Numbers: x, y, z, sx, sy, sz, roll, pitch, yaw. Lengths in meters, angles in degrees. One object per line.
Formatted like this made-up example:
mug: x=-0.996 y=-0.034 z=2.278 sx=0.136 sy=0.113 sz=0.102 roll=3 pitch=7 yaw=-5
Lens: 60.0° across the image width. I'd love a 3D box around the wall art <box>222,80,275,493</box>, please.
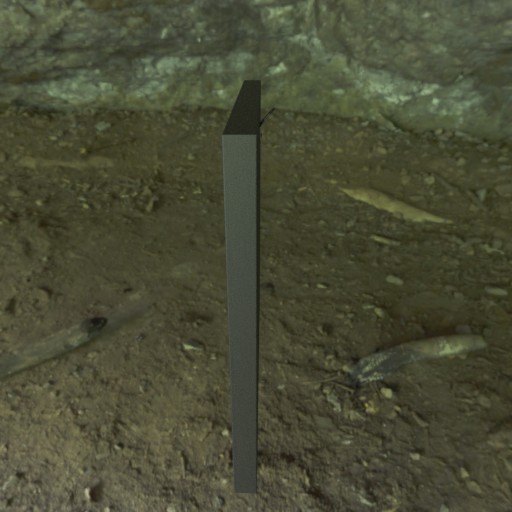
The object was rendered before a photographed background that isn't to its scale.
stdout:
wall art: x=0.000 y=0.000 z=0.515 sx=0.038 sy=0.349 sz=0.349 roll=0 pitch=27 yaw=1
